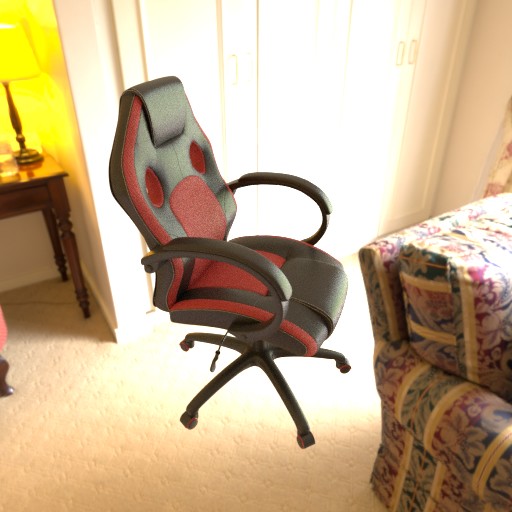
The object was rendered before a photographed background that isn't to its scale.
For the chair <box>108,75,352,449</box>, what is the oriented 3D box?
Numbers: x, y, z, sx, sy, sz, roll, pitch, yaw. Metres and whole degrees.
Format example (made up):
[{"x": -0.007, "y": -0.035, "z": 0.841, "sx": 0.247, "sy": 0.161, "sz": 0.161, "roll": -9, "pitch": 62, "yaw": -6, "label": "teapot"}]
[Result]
[{"x": 0.000, "y": 0.000, "z": 1.634, "sx": 0.783, "sy": 1.189, "sz": 0.750, "roll": 10, "pitch": 32, "yaw": 17, "label": "chair"}]
